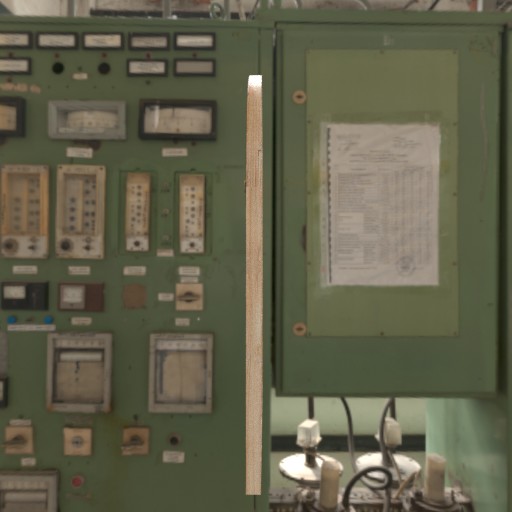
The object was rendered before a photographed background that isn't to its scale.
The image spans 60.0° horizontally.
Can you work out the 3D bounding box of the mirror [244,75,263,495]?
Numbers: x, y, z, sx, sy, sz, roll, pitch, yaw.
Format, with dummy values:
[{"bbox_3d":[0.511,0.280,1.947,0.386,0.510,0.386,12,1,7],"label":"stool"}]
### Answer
[{"bbox_3d":[0.000,0.000,1.185,0.032,0.920,0.660,0,0,1],"label":"mirror"}]
